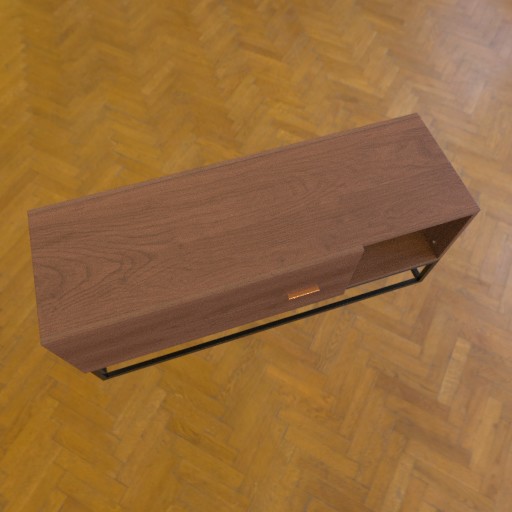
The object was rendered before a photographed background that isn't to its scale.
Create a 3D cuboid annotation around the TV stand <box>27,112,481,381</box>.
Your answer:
[{"bbox_3d":[0.000,0.000,1.444,1.200,0.500,0.415,-16,64,-8],"label":"TV stand"}]
